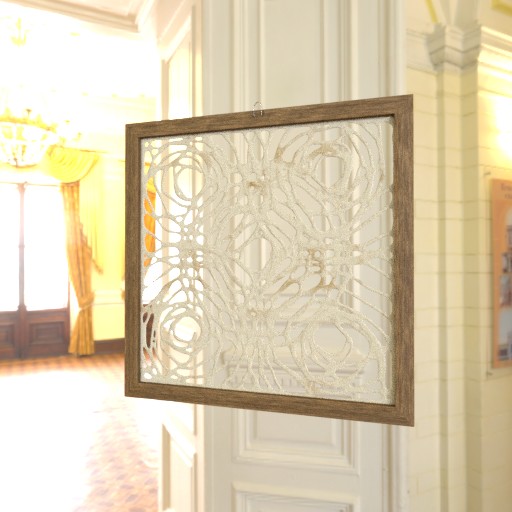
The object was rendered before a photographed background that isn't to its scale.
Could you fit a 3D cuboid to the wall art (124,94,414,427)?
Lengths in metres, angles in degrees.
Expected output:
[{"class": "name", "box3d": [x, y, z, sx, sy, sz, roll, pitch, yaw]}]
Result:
[{"class": "wall art", "box3d": [0.000, 0.000, 0.836, 0.561, 0.576, 0.021, 0, -1, 17]}]
